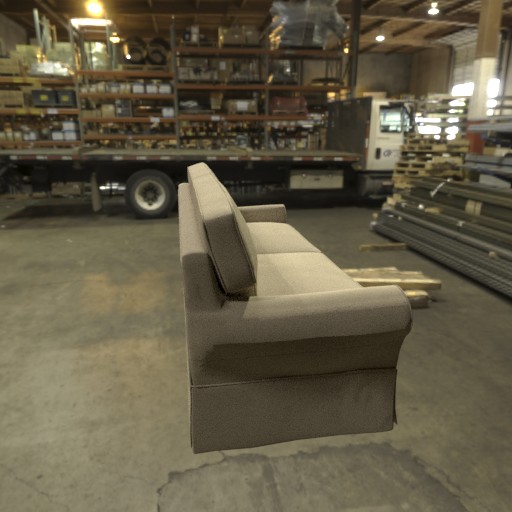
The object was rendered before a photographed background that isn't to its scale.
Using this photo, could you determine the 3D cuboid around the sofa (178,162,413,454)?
[{"bbox_3d":[0.000,0.000,2.698,0.900,1.014,2.246,-3,16,-9],"label":"sofa"}]
